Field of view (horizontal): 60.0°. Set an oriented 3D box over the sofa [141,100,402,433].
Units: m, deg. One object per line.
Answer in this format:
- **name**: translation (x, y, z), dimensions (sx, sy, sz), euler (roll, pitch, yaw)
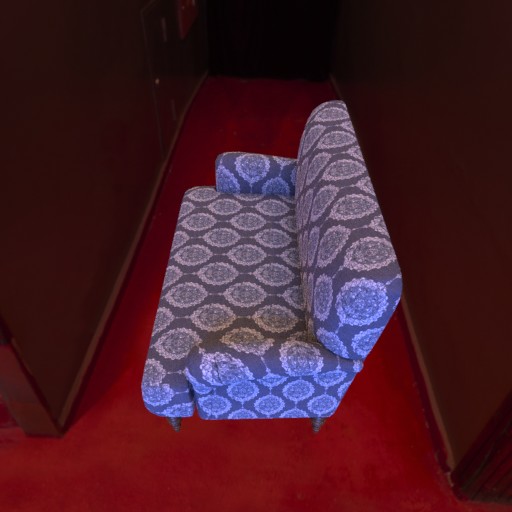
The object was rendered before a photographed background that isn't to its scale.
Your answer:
- **sofa**: translation (0.000, 0.000, 1.840), dimensions (0.779, 0.867, 1.297), euler (0, 42, 0)
